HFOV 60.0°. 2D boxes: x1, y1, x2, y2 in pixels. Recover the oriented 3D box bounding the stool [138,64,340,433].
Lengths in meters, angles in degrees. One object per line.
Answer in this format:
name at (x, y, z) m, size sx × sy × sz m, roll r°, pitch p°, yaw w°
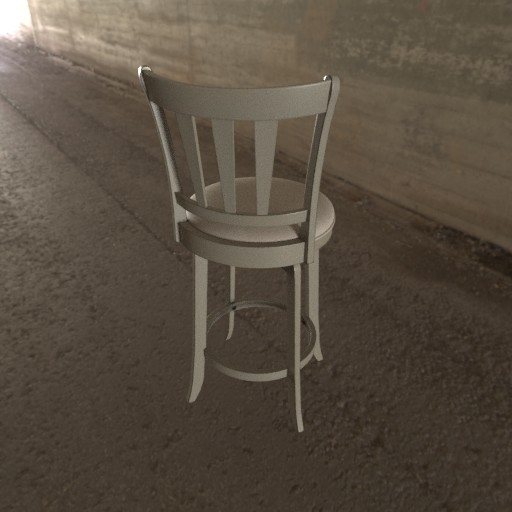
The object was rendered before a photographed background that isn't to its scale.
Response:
stool at (0.000, 0.000, 1.281) m, size 0.436 × 1.042 × 0.475 m, roll 10°, pitch 32°, yaw 15°
